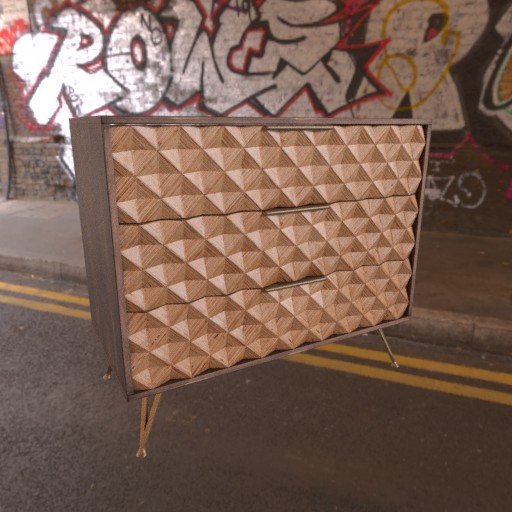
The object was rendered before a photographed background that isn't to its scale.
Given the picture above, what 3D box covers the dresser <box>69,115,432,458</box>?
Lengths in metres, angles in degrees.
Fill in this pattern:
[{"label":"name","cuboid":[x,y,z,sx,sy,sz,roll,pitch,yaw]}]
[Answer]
[{"label":"dresser","cuboid":[0.000,0.000,1.354,0.923,0.801,0.453,-9,19,-28]}]
